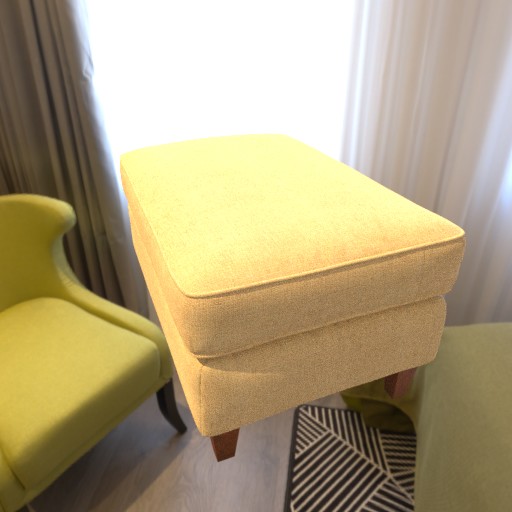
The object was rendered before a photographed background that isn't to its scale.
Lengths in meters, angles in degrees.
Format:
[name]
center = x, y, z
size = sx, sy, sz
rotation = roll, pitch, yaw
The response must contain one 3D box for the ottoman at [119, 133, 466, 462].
[ottoman]
center = 0.000, 0.000, 1.195
size = 0.583, 0.484, 0.862
rotation = -11, 32, -19
